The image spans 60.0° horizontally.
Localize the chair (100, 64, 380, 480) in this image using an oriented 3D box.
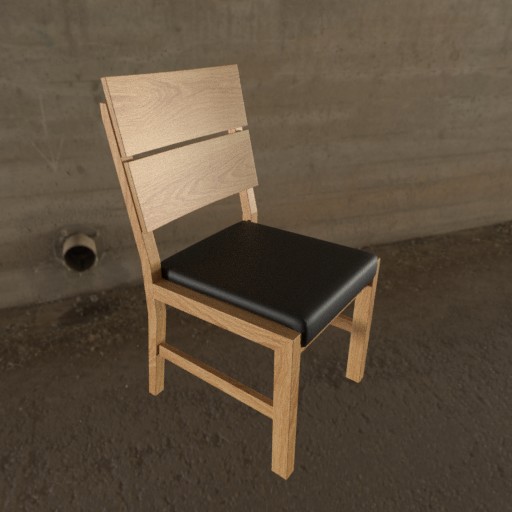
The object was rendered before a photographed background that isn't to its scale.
[{"bbox_3d":[0.000,0.000,1.251,0.569,0.950,0.475,19,33,32],"label":"chair"}]
